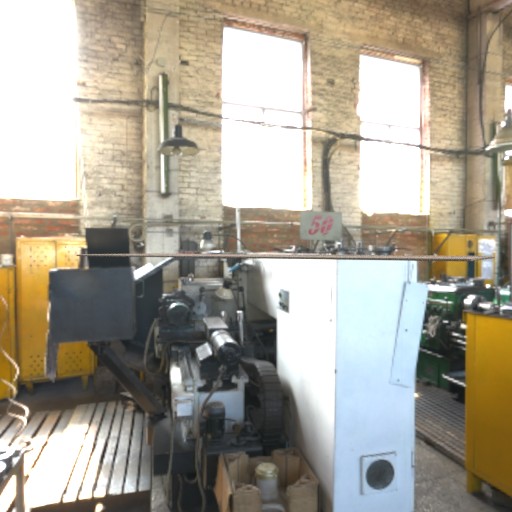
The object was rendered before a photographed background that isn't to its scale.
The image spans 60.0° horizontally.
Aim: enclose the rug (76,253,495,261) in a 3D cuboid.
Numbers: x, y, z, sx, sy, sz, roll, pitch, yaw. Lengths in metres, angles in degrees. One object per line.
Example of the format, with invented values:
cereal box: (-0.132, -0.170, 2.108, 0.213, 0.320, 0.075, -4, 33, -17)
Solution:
rug: (0.000, 0.000, 2.642, 2.448, 0.012, 0.769, 1, 1, 34)
